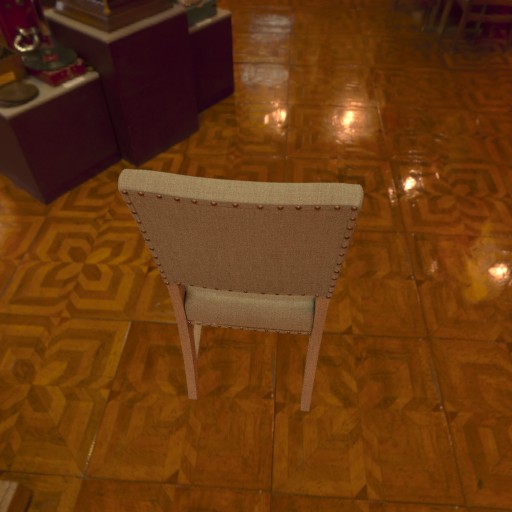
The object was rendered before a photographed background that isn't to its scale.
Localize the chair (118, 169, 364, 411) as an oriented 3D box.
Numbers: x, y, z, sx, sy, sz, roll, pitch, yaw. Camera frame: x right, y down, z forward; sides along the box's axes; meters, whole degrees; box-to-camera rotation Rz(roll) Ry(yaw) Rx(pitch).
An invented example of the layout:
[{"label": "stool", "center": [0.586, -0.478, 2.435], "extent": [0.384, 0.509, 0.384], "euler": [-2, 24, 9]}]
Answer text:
[{"label": "chair", "center": [0.000, 0.000, 1.326], "extent": [0.508, 0.986, 0.622], "euler": [5, 48, 4]}]
